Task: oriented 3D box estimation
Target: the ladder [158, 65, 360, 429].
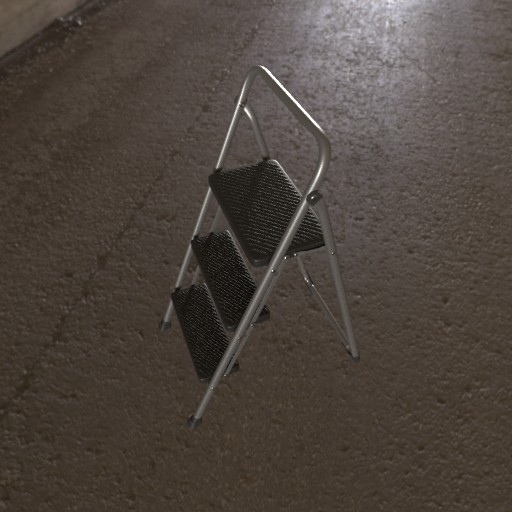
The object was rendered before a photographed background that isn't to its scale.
[{"bbox_3d":[0.000,0.000,1.268,0.629,0.945,0.430,-17,50,-15],"label":"ladder"}]
